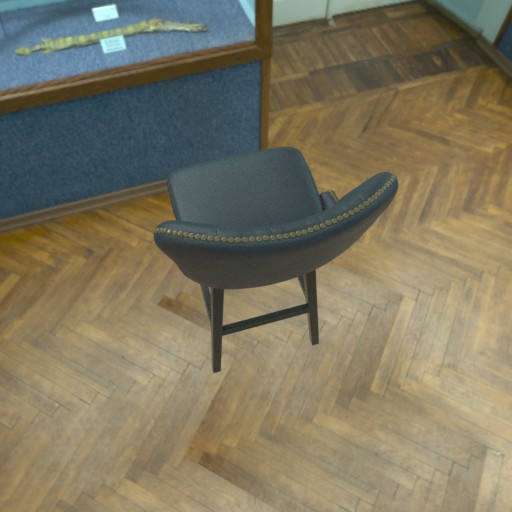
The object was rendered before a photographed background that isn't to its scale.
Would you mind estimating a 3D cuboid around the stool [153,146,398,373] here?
[{"bbox_3d":[0.000,0.000,1.407,0.528,1.050,0.601,-14,59,-8],"label":"stool"}]
